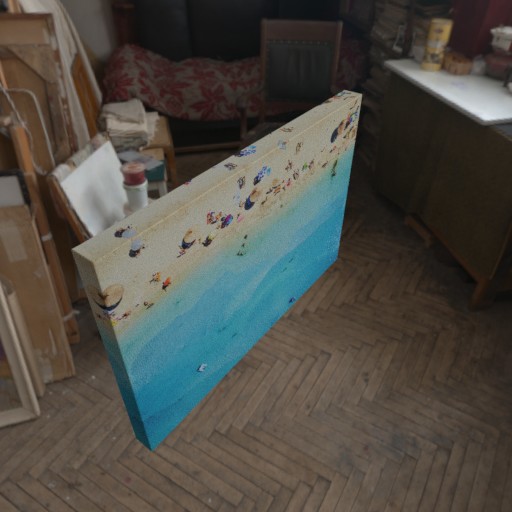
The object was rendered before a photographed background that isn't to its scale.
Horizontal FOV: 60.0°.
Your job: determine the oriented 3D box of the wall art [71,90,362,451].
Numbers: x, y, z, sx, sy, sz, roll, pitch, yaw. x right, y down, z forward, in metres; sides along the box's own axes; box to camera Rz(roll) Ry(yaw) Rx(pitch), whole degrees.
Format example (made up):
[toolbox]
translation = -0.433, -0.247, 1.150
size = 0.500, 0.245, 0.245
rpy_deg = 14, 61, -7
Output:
[wall art]
translation = 0.000, 0.000, 0.784
size = 0.039, 0.406, 0.609
rpy_deg = 26, 46, 28
